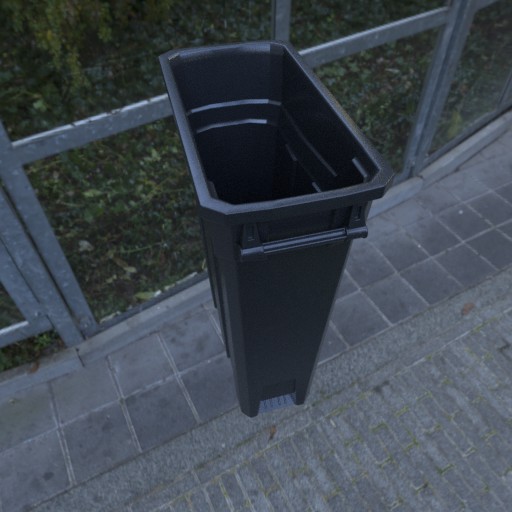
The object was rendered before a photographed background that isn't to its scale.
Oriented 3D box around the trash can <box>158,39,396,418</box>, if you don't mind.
[{"bbox_3d":[0.000,0.000,1.040,0.281,0.762,0.559,-11,48,-10],"label":"trash can"}]
